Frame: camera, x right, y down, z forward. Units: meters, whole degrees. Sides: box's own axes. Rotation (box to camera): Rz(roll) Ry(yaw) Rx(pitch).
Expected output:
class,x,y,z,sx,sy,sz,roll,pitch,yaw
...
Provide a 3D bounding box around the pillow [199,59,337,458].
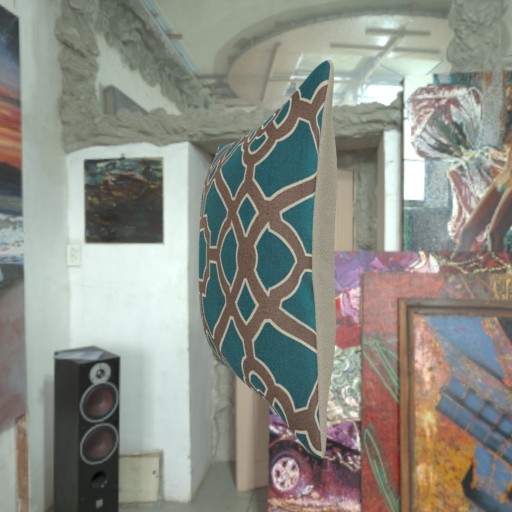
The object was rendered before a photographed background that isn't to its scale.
class,x,y,z,sx,sy,sz,roll,pitch,yaw
pillow,0.000,0.000,0.806,0.166,0.507,0.526,-1,2,-20
